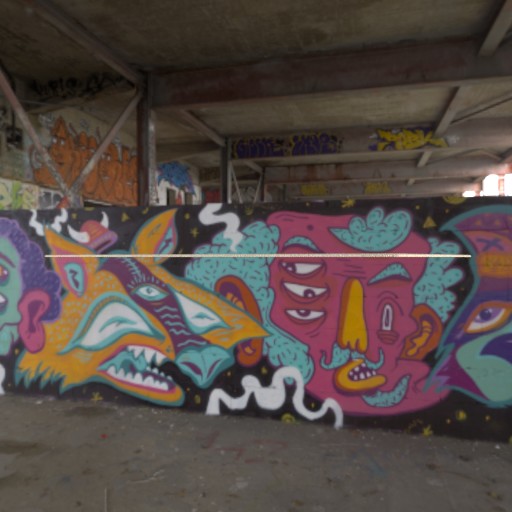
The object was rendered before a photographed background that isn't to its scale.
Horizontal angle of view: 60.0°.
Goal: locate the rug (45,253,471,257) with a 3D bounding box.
[{"bbox_3d":[0.000,0.000,2.279,1.829,0.010,1.219,0,0,35],"label":"rug"}]
